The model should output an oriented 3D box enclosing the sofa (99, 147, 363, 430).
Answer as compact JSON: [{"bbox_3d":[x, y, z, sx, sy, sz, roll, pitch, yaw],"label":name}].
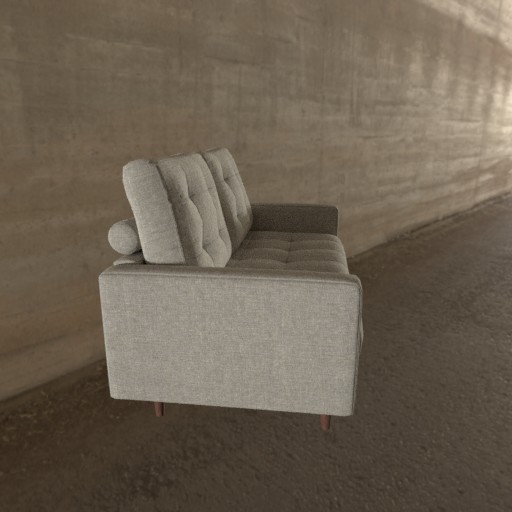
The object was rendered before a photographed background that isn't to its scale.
[{"bbox_3d":[0.000,0.000,1.974,0.842,0.907,1.407,2,16,7],"label":"sofa"}]
